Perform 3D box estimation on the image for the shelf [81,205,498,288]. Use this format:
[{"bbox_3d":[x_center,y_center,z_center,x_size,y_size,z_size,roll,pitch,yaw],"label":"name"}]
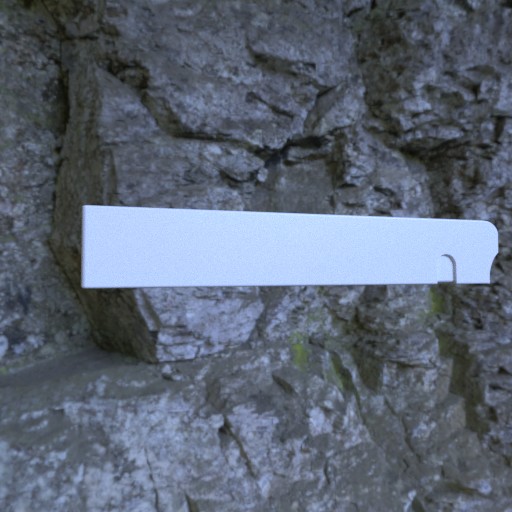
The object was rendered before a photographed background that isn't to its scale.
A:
[{"bbox_3d":[0.000,0.000,0.456,0.310,0.050,0.310,0,-2,-17],"label":"shelf"}]
